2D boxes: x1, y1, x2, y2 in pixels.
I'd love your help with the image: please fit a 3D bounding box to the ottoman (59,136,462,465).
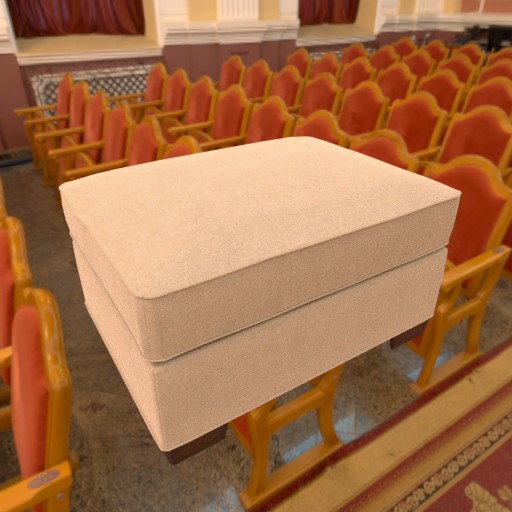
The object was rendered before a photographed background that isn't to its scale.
[{"bbox_3d":[0.000,0.000,1.214,0.846,0.503,0.617,-18,35,-28],"label":"ottoman"}]
